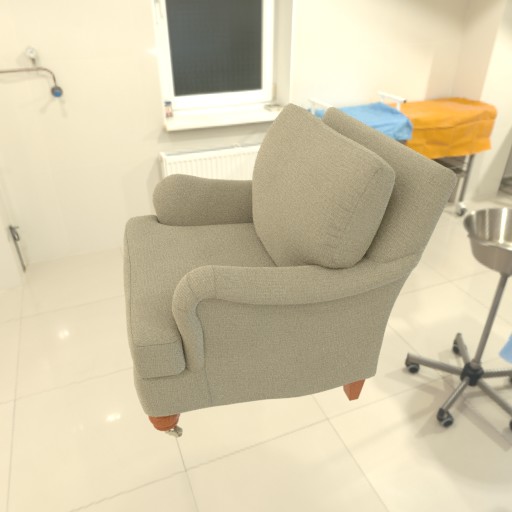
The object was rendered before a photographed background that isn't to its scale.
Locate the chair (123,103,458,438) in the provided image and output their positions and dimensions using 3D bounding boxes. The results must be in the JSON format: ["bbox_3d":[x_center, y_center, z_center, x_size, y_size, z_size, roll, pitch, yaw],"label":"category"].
[{"bbox_3d":[0.000,0.000,1.833,1.070,1.038,0.955,-8,32,-13],"label":"chair"}]
